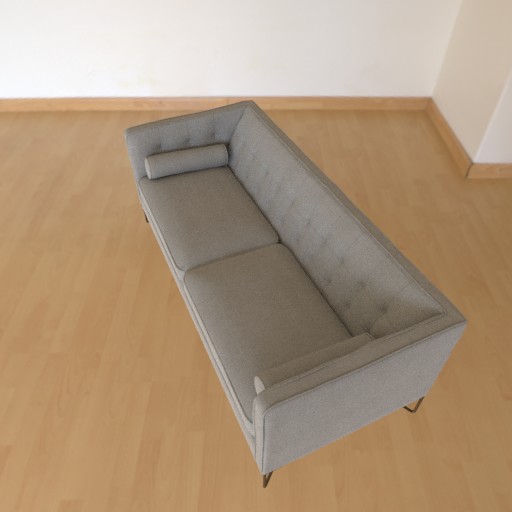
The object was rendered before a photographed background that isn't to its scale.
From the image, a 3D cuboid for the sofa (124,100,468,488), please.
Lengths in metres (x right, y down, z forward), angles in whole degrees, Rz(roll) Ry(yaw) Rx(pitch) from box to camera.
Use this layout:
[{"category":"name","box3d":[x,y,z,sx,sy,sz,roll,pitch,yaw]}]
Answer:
[{"category":"sofa","box3d":[0.000,0.000,2.528,0.912,0.798,2.079,-18,48,-17]}]
